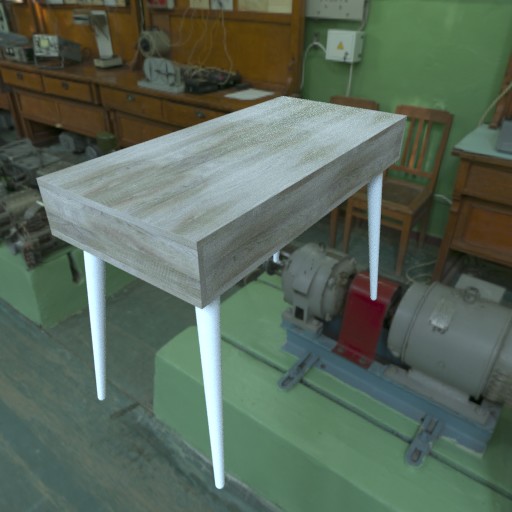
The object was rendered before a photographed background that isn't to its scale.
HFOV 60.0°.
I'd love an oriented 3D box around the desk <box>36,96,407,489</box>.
[{"bbox_3d":[0.000,0.000,1.374,0.491,0.723,0.979,21,38,30],"label":"desk"}]
